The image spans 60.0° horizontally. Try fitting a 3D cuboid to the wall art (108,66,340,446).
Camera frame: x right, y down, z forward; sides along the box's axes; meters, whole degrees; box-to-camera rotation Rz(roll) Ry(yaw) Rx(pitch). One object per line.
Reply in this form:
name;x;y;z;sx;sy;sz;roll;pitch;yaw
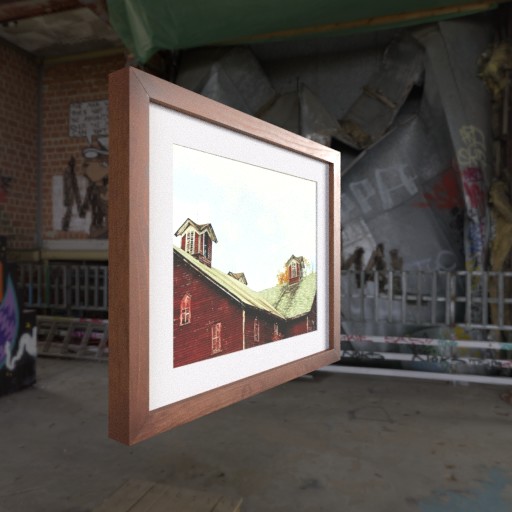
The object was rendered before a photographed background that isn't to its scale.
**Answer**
wall art;0.000;0.000;0.551;0.030;0.328;0.401;0;0;37
